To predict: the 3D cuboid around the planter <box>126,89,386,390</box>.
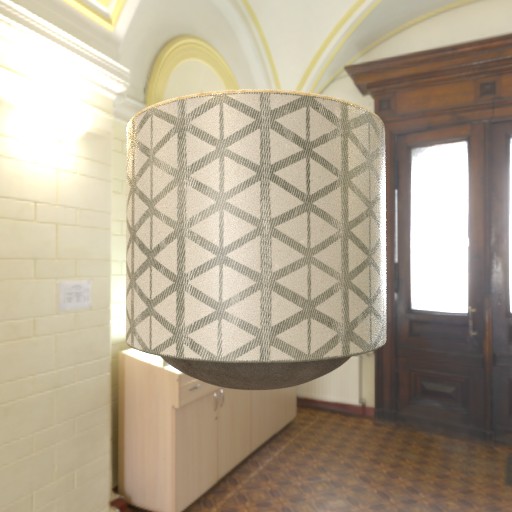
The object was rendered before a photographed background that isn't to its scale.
[{"bbox_3d":[0.000,0.000,0.445,0.250,0.239,0.250,0,-1,0],"label":"planter"}]
